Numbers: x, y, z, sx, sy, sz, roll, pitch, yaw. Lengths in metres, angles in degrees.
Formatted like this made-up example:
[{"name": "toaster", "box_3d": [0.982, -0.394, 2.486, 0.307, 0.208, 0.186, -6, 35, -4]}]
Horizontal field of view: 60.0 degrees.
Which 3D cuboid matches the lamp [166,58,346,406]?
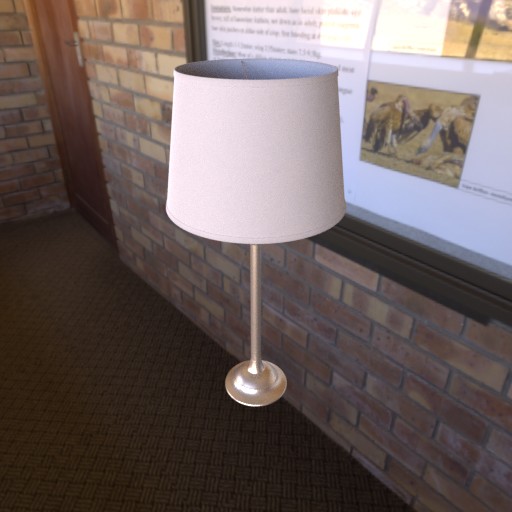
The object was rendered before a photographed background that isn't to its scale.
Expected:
[{"name": "lamp", "box_3d": [0.000, 0.000, 0.886, 0.331, 0.698, 0.331, 0, 30, 0]}]
